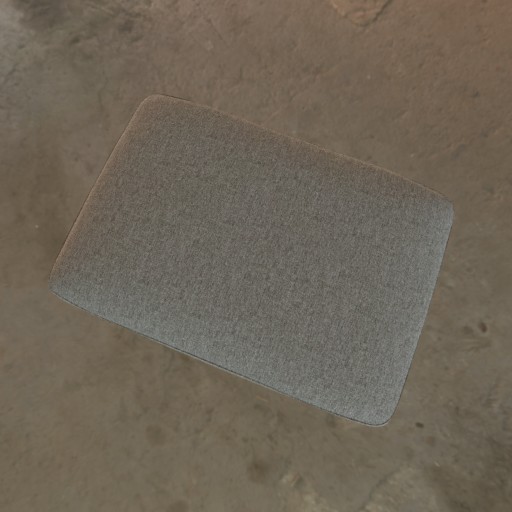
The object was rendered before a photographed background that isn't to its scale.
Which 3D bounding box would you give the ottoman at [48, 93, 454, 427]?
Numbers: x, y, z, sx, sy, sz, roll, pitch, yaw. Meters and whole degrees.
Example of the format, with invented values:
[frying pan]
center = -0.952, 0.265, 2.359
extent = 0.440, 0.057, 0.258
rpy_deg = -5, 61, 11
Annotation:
[ottoman]
center = 0.000, 0.000, 1.341
extent = 0.977, 0.451, 0.694
rpy_deg = 21, 76, 5
